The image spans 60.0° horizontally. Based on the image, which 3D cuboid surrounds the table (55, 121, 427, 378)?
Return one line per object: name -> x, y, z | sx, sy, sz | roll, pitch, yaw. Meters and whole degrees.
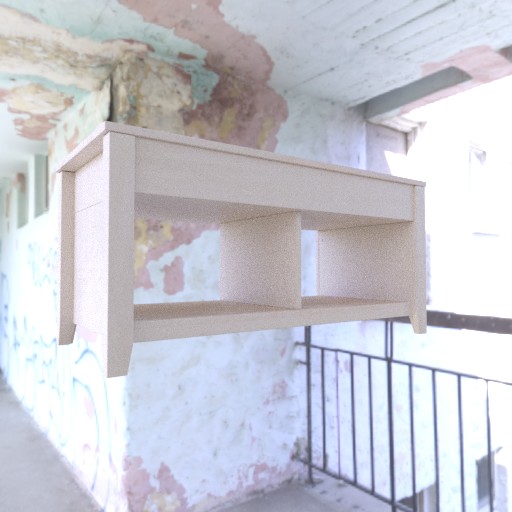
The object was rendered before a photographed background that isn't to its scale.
table -> 0.000, 0.000, 1.306 | 1.016, 0.483, 0.457 | 1, -2, -35
